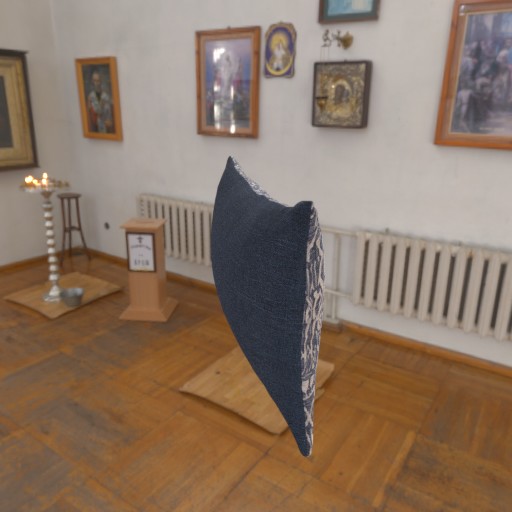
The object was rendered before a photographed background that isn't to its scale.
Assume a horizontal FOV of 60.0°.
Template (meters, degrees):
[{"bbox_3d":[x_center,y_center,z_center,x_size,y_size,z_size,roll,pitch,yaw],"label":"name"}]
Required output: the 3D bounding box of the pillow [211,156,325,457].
[{"bbox_3d":[0.000,0.000,0.755,0.148,0.292,0.631,-3,17,-10],"label":"pillow"}]
